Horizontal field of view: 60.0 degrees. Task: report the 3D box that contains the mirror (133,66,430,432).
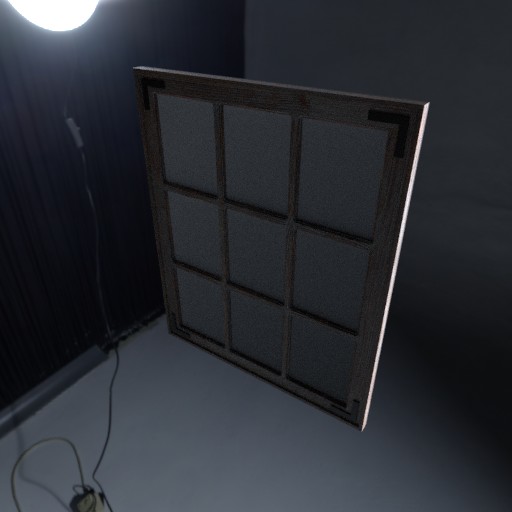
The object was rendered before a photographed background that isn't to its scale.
[{"bbox_3d":[0.000,0.000,1.188,0.730,0.882,0.032,19,36,28],"label":"mirror"}]
